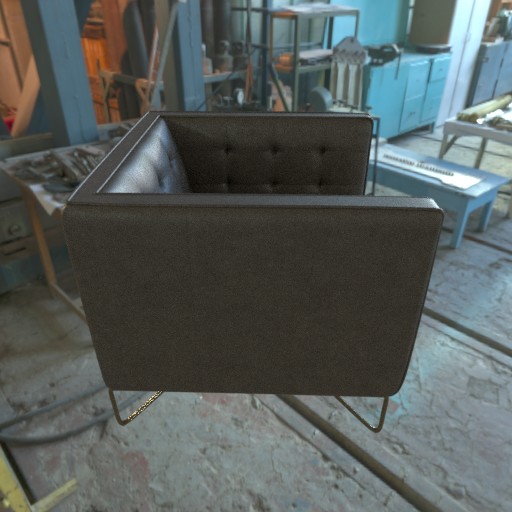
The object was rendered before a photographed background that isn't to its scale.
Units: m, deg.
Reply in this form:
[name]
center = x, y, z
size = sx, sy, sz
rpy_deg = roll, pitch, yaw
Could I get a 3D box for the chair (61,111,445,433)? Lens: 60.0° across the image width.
[chair]
center = 0.000, 0.000, 1.544
size = 0.894, 0.790, 0.880
rpy_deg = 1, 32, 1
